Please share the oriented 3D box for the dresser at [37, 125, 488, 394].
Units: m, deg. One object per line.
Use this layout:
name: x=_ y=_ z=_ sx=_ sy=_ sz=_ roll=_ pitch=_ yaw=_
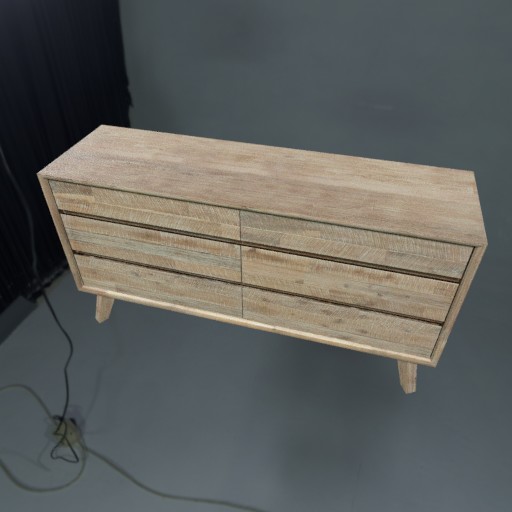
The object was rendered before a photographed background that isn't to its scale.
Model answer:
dresser: x=0.000 y=0.000 z=1.900 sx=1.554 sy=0.805 sz=0.455 roll=10 pitch=41 yaw=12
